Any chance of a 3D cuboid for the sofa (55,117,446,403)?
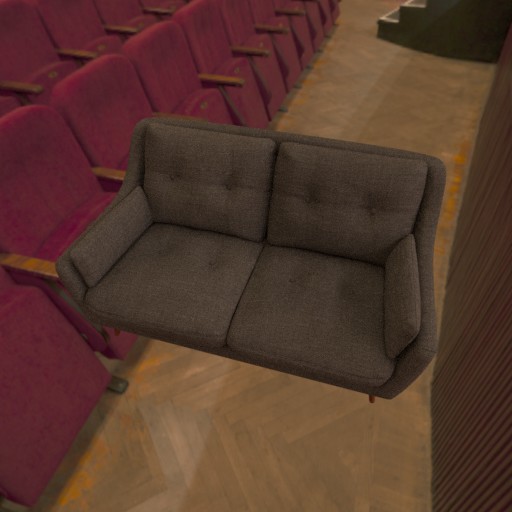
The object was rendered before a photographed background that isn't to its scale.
[{"bbox_3d":[0.000,0.000,2.162,1.646,0.887,0.976,11,43,13],"label":"sofa"}]
